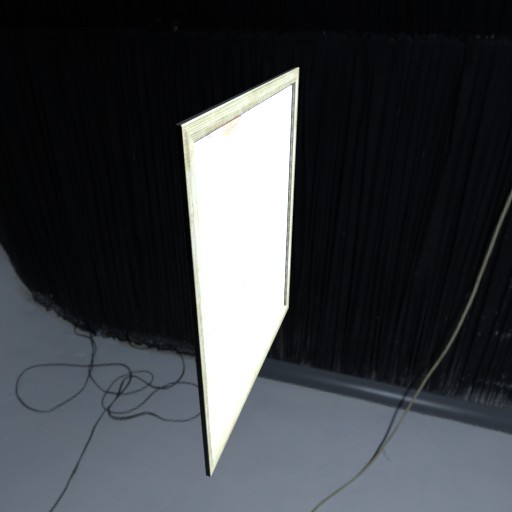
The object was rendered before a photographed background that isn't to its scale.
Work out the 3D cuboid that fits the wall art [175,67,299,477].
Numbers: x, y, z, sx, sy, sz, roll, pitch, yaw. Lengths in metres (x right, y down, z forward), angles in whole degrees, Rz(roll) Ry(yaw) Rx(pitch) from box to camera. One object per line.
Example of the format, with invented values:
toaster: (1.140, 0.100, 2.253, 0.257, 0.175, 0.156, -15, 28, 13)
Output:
wall art: (0.000, 0.000, 0.775, 0.009, 0.559, 0.483, 9, 31, 16)
